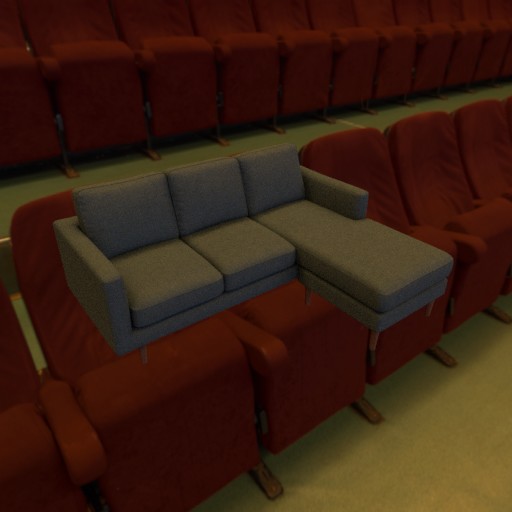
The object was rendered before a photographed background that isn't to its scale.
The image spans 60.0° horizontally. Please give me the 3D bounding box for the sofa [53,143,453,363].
[{"bbox_3d":[0.000,0.000,2.939,2.055,0.957,1.667,-21,36,-32],"label":"sofa"}]
